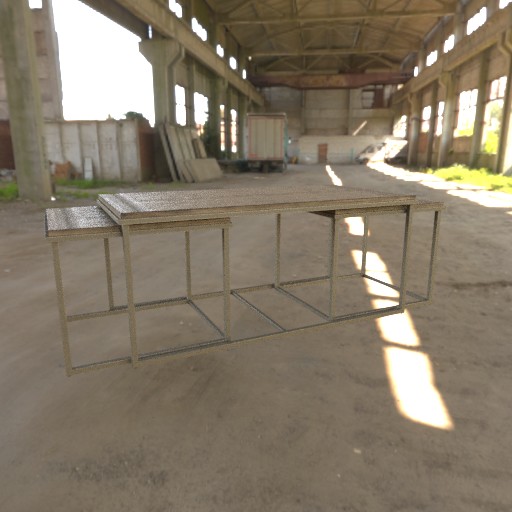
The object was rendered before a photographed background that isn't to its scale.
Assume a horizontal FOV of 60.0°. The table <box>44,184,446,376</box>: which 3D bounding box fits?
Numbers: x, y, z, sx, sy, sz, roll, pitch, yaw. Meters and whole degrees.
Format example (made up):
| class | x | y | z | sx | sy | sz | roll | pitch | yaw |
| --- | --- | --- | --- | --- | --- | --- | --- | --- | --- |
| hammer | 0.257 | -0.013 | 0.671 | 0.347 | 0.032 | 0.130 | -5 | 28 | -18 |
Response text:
| class | x | y | z | sx | sy | sz | roll | pitch | yaw |
| --- | --- | --- | --- | --- | --- | --- | --- | --- | --- |
| table | 0.000 | 0.000 | 1.554 | 1.312 | 0.427 | 0.489 | -6 | 15 | -24 |
